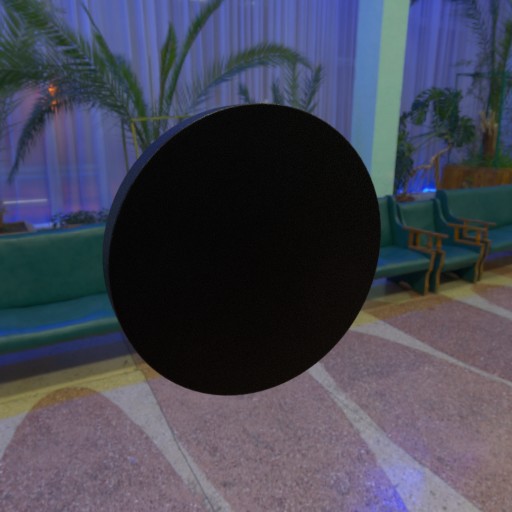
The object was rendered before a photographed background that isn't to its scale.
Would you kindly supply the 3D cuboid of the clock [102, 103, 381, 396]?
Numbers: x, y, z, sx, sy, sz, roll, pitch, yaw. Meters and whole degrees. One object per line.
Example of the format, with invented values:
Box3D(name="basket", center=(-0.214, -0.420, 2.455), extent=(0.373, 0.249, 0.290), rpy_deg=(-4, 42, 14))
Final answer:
Box3D(name="clock", center=(0.000, 0.000, 0.481), extent=(0.314, 0.314, 0.040), rpy_deg=(-8, 18, -25))
